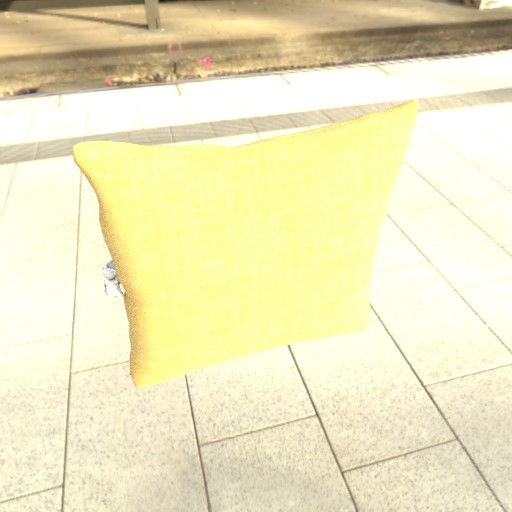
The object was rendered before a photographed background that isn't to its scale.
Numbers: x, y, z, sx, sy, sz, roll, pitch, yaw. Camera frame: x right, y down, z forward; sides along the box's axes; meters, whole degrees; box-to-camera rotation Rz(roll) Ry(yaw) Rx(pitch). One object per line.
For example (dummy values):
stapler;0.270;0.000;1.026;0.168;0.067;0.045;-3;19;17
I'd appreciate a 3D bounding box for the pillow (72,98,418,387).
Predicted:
pillow;0.000;0.000;0.732;0.485;0.481;0.167;-11;41;-13
